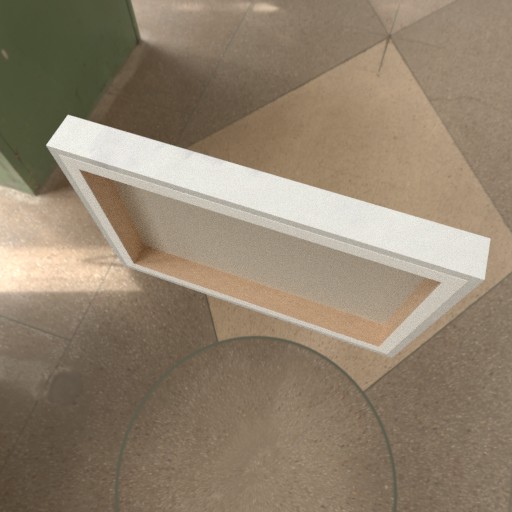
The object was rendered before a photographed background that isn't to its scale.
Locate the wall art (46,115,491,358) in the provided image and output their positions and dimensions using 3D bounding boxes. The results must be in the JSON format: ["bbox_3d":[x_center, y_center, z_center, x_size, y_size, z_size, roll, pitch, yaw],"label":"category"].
[{"bbox_3d":[0.000,0.000,0.485,0.381,0.254,0.038,18,65,9],"label":"wall art"}]
